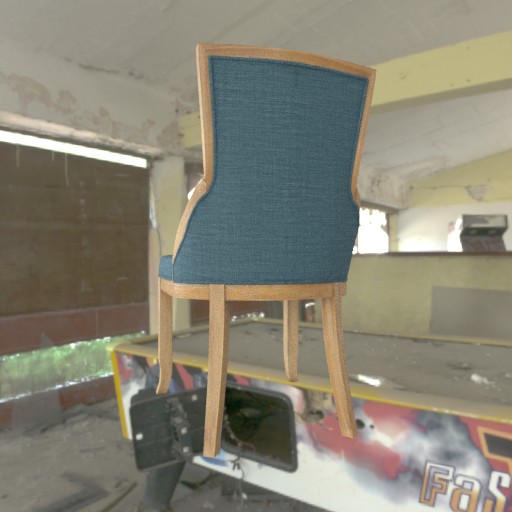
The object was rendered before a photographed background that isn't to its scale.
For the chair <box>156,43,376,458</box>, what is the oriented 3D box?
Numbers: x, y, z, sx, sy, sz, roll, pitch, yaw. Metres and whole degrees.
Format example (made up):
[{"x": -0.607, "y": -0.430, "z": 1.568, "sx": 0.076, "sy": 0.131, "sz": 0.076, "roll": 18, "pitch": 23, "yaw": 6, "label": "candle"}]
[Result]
[{"x": 0.000, "y": 0.000, "z": 1.321, "sx": 0.524, "sy": 0.947, "sz": 0.641, "roll": 0, "pitch": -1, "yaw": -18, "label": "chair"}]
